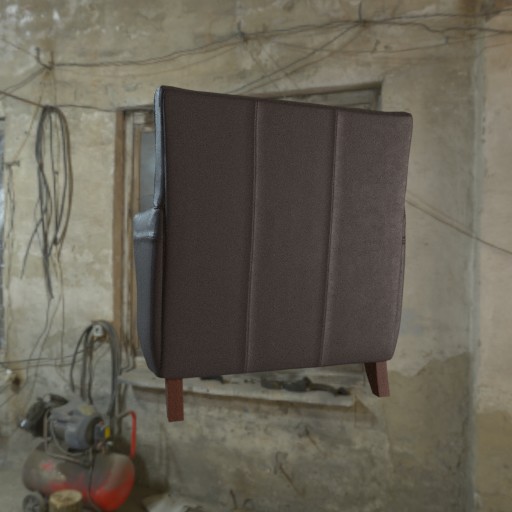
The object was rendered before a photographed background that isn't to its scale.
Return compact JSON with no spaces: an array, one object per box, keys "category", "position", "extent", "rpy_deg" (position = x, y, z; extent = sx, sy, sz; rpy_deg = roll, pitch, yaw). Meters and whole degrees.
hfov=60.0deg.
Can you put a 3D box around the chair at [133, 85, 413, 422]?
[{"category":"chair","position":[0.000,0.000,1.679],"extent":[0.870,0.943,0.825],"rpy_deg":[0,1,-18]}]
